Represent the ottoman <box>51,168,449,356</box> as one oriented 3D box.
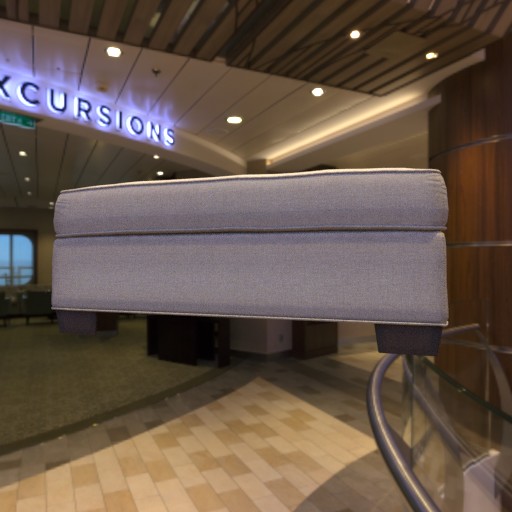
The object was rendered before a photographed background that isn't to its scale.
[{"bbox_3d":[0.000,0.000,1.435,1.097,0.461,0.617,0,-1,18],"label":"ottoman"}]
